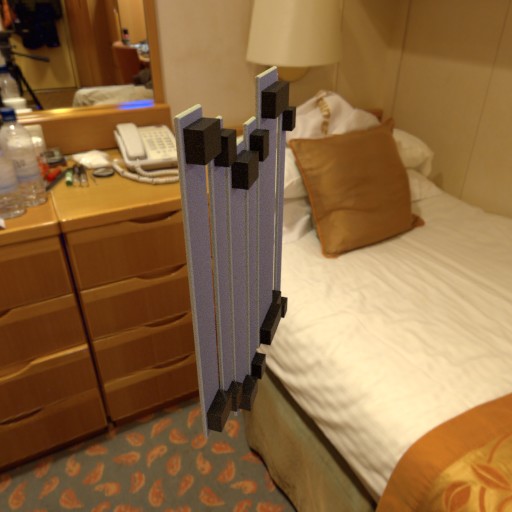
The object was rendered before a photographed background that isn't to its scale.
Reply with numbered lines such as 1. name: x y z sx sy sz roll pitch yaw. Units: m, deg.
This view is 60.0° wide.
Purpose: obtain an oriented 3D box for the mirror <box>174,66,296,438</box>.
1. mirror: 0.000 0.000 0.804 0.058 0.611 0.445 8 32 14
